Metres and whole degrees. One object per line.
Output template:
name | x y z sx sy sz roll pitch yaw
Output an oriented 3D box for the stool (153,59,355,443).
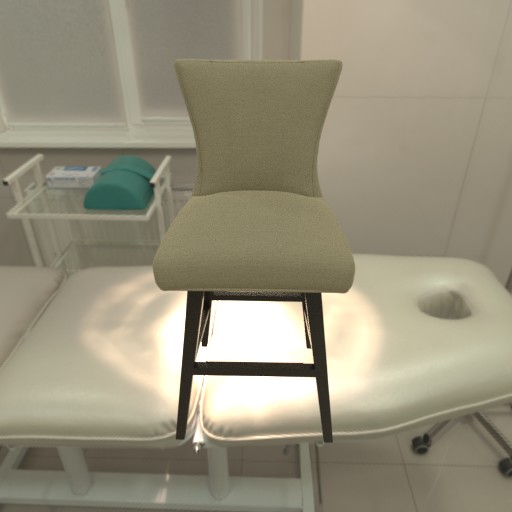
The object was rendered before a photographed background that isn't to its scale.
stool | 0.000 0.000 1.400 0.514 1.086 0.574 1 32 1
